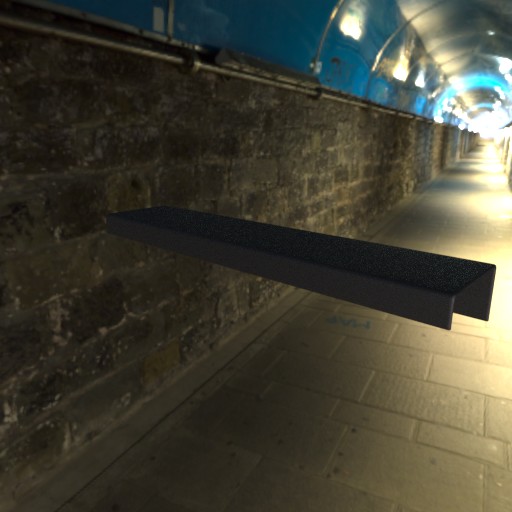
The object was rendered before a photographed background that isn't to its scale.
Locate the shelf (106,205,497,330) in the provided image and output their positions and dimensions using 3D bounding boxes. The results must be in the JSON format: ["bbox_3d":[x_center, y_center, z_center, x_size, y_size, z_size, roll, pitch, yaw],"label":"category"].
[{"bbox_3d":[0.000,0.000,0.490,0.456,0.053,0.102,14,21,41],"label":"shelf"}]
